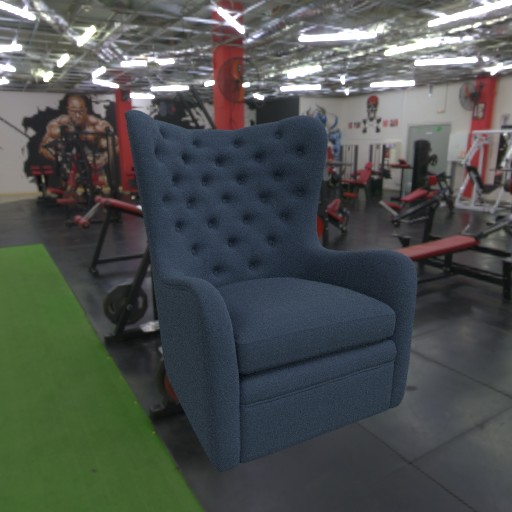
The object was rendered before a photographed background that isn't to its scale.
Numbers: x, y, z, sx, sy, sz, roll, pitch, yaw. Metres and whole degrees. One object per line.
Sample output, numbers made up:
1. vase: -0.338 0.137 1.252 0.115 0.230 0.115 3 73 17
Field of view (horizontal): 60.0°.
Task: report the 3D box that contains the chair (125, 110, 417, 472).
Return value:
1. chair: 0.000 0.000 1.713 0.831 1.079 0.930 -8 17 -28
